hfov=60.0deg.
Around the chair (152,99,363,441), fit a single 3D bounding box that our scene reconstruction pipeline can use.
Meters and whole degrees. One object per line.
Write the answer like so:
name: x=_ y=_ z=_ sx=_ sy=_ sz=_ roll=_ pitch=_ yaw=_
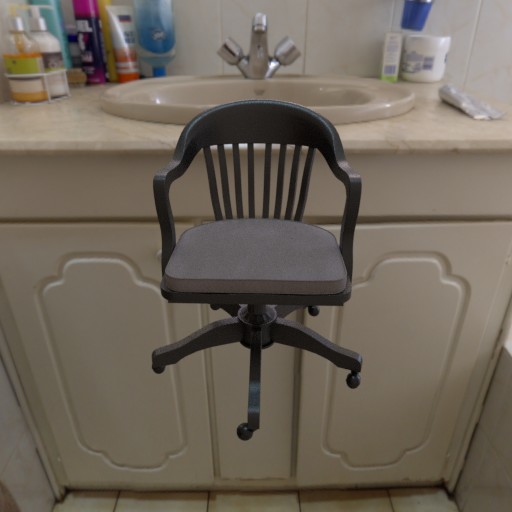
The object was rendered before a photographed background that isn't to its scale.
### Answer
chair: x=0.000 y=0.000 z=1.481 sx=0.750 sy=0.878 sz=0.788 roll=1 pitch=29 yaw=2
